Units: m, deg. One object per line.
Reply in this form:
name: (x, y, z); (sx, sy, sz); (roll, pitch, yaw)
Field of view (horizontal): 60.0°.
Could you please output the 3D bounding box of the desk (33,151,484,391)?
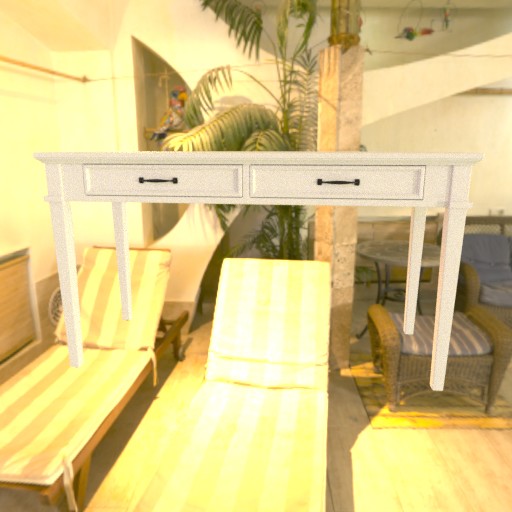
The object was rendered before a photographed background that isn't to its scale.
desk: (0.000, 0.000, 1.696); (1.372, 0.774, 0.559); (2, 14, 7)
